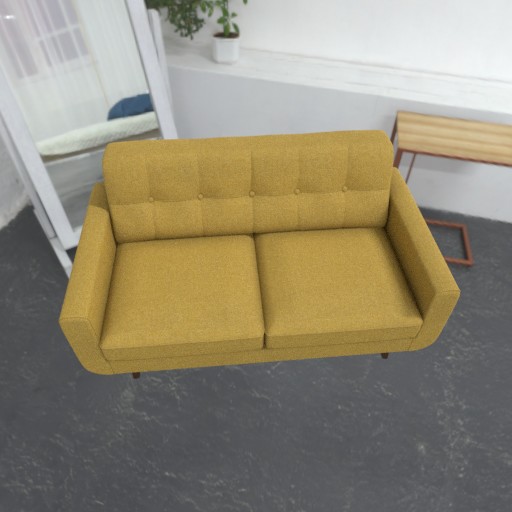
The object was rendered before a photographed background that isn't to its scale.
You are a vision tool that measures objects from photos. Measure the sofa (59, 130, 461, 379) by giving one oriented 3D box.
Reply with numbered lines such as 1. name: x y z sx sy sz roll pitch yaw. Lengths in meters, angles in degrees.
1. sofa: 0.000 0.000 2.167 1.631 0.841 0.909 -4 47 -3
